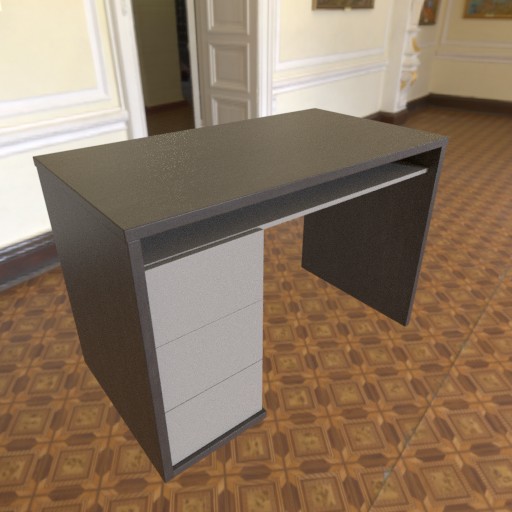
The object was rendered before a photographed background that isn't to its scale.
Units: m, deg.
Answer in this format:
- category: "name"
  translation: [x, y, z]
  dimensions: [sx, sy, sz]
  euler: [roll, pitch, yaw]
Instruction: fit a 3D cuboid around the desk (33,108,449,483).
- category: "desk"
  translation: [0.000, 0.000, 1.500]
  dimensions: [1.100, 0.750, 0.600]
  euler: [-21, 35, -33]
